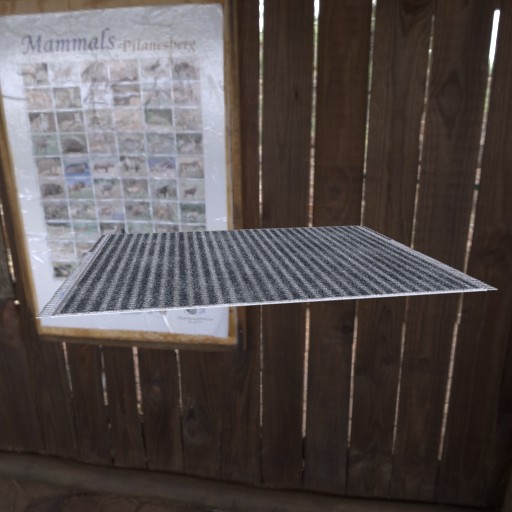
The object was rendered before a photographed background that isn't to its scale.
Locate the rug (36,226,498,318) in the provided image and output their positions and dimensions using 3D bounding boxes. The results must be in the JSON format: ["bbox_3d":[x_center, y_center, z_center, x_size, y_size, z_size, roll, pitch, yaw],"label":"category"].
[{"bbox_3d":[0.000,0.000,3.804,2.910,0.013,2.256,-3,15,-9],"label":"rug"}]
